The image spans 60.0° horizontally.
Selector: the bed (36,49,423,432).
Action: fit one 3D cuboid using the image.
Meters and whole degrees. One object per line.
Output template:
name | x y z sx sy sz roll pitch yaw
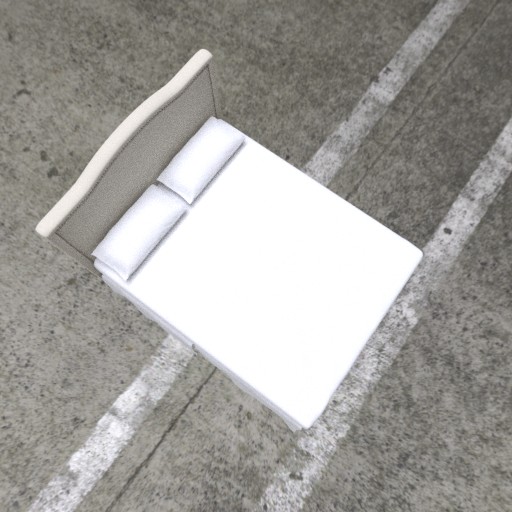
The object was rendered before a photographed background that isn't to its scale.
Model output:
bed | 0.000 0.000 3.326 2.196 1.449 1.741 35 77 9
